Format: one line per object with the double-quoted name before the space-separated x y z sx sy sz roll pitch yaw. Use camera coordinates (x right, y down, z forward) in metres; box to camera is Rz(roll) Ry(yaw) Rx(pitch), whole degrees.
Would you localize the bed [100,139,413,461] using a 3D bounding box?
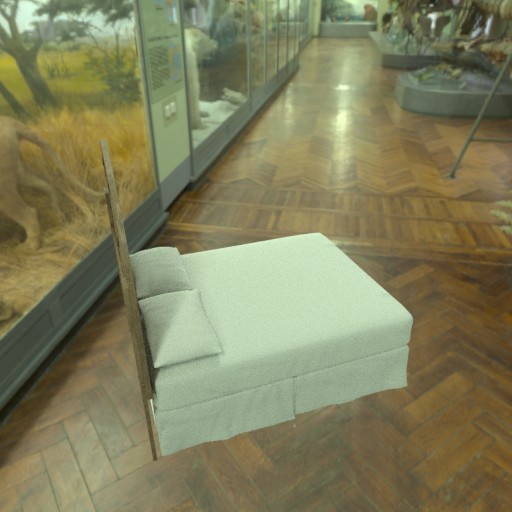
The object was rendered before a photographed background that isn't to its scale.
"bed" 0.000 0.000 3.557 2.112 2.002 1.713 -10 31 -17
